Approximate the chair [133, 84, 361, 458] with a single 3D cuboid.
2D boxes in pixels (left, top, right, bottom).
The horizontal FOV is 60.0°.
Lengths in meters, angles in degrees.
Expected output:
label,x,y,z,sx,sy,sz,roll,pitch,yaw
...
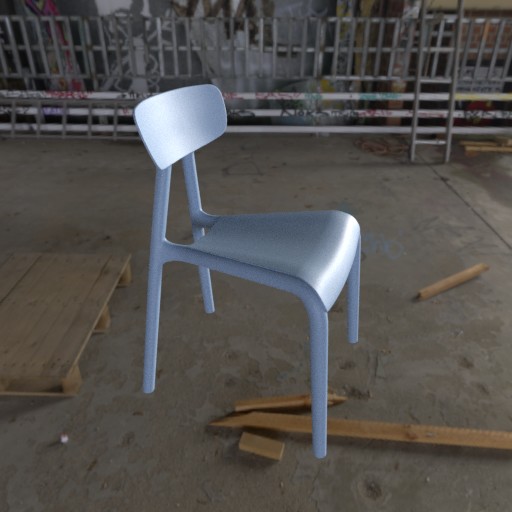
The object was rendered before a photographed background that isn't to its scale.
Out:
label,x,y,z,sx,sy,sz,roll,pitch,yaw
chair,0.000,0.000,0.861,0.401,0.580,0.356,11,32,18
